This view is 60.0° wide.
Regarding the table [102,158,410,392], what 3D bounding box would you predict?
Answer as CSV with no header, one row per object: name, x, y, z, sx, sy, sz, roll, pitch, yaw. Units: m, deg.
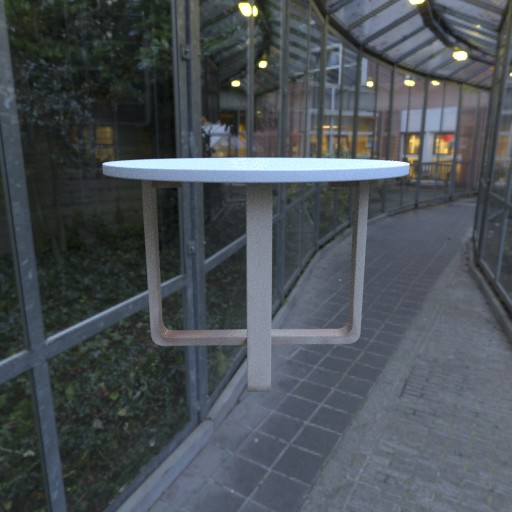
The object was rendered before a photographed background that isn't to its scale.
table,0.000,0.000,0.961,0.600,0.400,0.600,0,14,0
